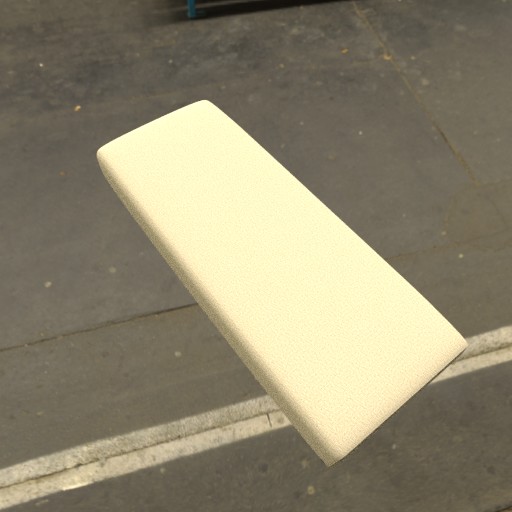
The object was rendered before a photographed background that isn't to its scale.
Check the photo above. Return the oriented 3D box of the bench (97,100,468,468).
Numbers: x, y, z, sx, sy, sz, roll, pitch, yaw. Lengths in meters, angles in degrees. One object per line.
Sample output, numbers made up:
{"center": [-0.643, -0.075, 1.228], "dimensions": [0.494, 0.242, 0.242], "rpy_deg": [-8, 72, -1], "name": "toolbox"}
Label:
{"center": [0.000, 0.000, 1.871], "dimensions": [0.646, 0.393, 1.609], "rpy_deg": [-32, 63, -19], "name": "bench"}
